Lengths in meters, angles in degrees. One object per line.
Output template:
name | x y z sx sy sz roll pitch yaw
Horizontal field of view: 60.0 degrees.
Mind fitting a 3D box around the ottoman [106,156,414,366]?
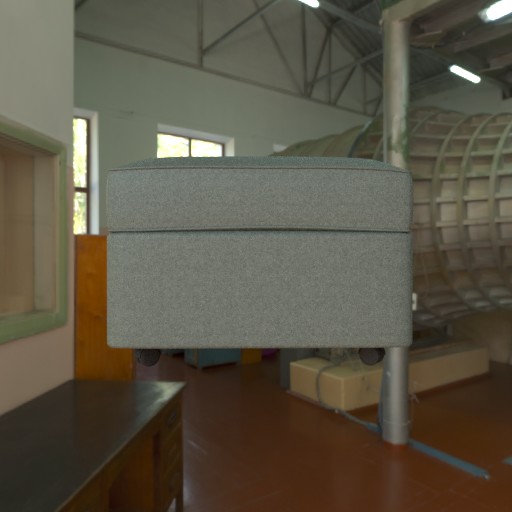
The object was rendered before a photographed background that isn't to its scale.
ottoman | 0.000 0.000 1.527 0.681 0.494 1.173 0 0 -1
